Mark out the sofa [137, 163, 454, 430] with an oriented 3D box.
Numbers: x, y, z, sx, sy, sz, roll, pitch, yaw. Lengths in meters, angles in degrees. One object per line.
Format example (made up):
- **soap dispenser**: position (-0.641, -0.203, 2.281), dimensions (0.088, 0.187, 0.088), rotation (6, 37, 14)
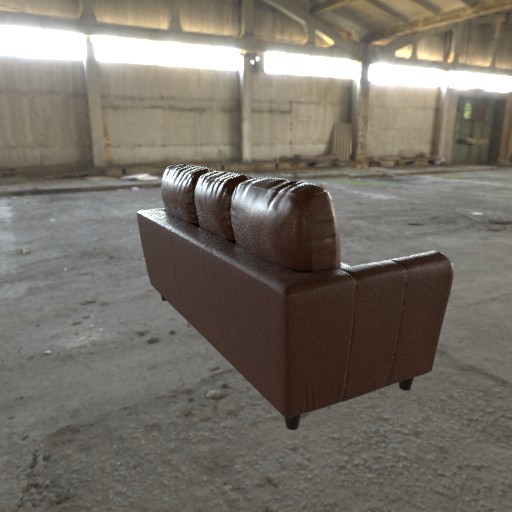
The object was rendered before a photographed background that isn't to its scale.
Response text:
- **sofa**: position (0.000, 0.000, 2.375), dimensions (0.802, 0.915, 1.862), rotation (-8, 17, -28)
